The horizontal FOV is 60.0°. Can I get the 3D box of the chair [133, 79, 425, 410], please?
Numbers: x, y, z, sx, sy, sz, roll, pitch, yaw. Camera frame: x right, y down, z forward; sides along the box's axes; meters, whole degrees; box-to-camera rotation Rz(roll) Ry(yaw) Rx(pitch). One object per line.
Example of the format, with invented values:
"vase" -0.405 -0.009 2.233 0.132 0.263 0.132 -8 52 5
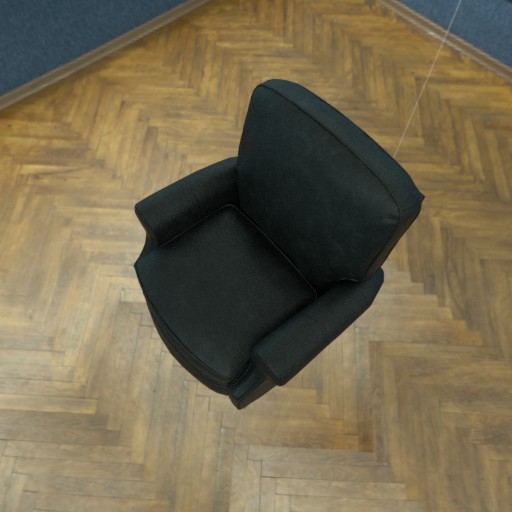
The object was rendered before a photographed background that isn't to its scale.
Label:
"chair" 0.000 0.000 1.811 0.986 1.018 0.936 -36 69 -17
